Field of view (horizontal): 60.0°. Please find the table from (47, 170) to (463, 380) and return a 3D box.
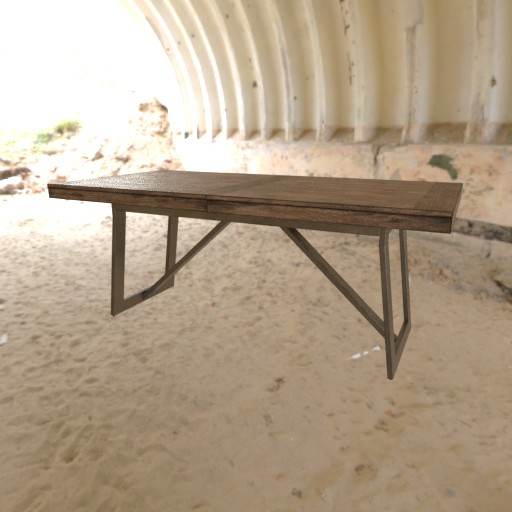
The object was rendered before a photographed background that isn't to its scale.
[{"bbox_3d":[0.000,0.000,2.324,1.867,0.757,0.931,7,17,25],"label":"table"}]
